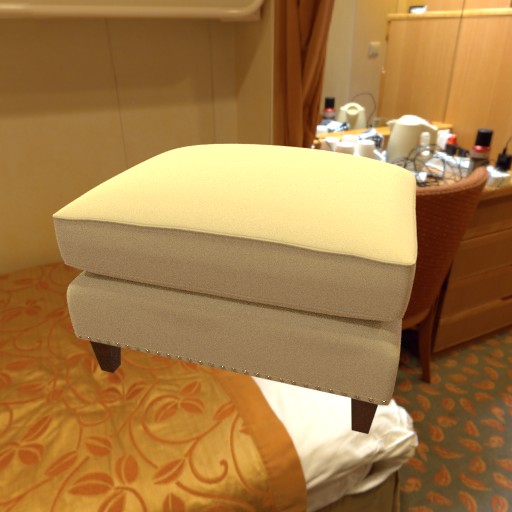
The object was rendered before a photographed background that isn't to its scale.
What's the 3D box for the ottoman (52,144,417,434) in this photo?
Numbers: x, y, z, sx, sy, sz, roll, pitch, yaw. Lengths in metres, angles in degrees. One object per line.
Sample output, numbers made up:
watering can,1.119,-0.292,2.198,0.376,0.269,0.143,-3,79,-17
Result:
ottoman,0.000,0.000,1.148,0.741,0.513,0.584,8,28,16
